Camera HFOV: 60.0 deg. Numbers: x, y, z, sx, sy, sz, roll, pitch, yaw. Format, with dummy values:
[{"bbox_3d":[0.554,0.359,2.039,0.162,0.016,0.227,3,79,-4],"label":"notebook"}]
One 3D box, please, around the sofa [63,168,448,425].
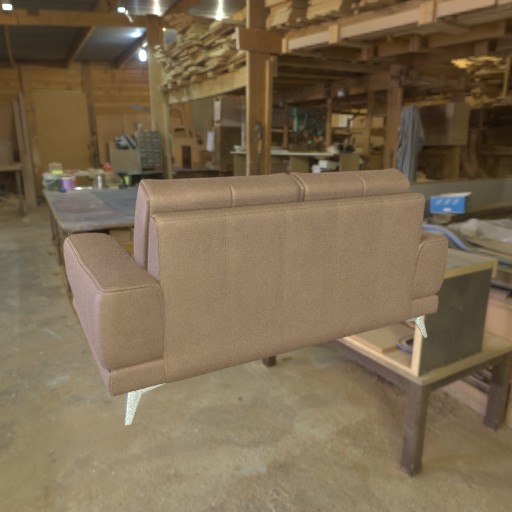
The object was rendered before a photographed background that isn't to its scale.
[{"bbox_3d":[0.000,0.000,2.342,1.806,0.907,1.018,-8,17,-27],"label":"sofa"}]
